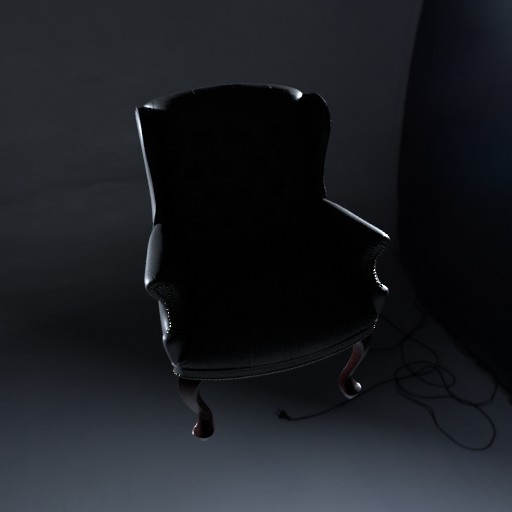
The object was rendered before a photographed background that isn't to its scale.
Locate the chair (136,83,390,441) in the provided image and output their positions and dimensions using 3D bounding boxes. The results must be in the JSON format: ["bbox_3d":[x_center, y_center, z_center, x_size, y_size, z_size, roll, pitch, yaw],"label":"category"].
[{"bbox_3d":[0.000,0.000,1.660,0.838,1.111,0.762,-10,34,-16],"label":"chair"}]
